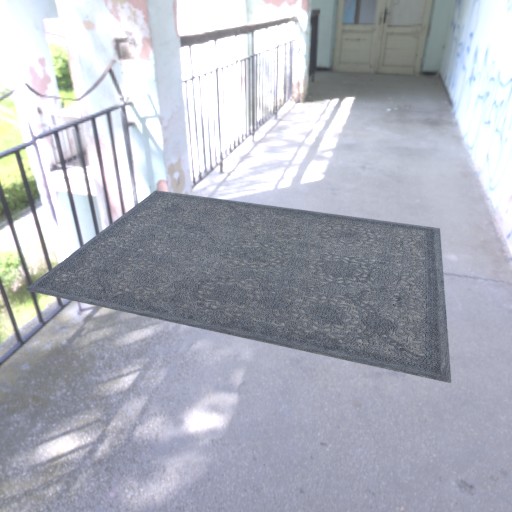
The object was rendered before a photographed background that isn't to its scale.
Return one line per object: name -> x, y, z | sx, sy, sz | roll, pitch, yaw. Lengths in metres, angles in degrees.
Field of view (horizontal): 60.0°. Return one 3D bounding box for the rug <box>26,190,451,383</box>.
rug -> 0.000, 0.000, 2.279 | 1.819, 0.012, 1.208 | 9, 32, 15
